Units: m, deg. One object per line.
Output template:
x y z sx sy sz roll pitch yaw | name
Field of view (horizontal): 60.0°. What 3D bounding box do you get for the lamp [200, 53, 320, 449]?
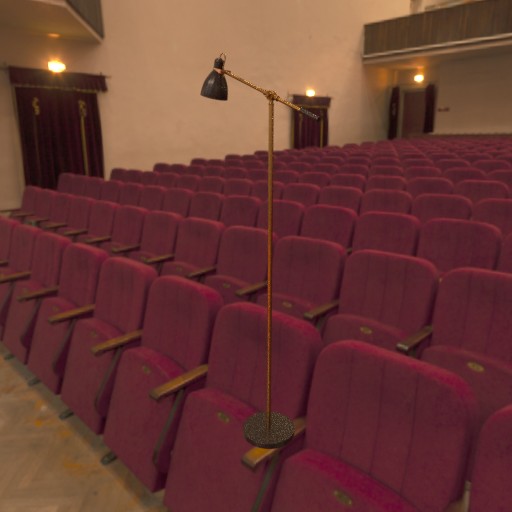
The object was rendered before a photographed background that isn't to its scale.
0.000 0.000 1.871 0.235 1.628 0.618 -14 20 -43 | lamp
